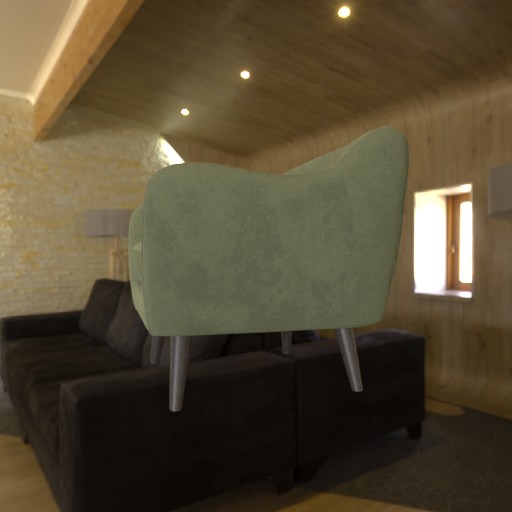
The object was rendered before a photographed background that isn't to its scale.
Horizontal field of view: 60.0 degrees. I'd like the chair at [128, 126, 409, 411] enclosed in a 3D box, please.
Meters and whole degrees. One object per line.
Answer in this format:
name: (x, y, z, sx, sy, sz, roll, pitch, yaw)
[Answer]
chair: (0.000, 0.000, 1.512, 0.819, 0.804, 0.840, 0, 0, -18)
